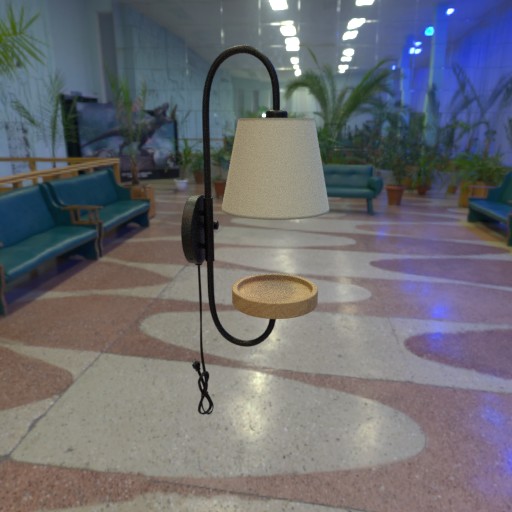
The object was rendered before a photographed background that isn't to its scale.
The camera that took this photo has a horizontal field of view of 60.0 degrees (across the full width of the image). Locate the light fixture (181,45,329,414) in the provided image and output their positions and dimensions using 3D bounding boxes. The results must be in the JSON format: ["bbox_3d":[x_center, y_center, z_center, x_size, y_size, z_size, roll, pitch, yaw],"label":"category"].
[{"bbox_3d":[0.000,0.000,0.942,0.299,0.821,0.220,3,17,10],"label":"light fixture"}]
